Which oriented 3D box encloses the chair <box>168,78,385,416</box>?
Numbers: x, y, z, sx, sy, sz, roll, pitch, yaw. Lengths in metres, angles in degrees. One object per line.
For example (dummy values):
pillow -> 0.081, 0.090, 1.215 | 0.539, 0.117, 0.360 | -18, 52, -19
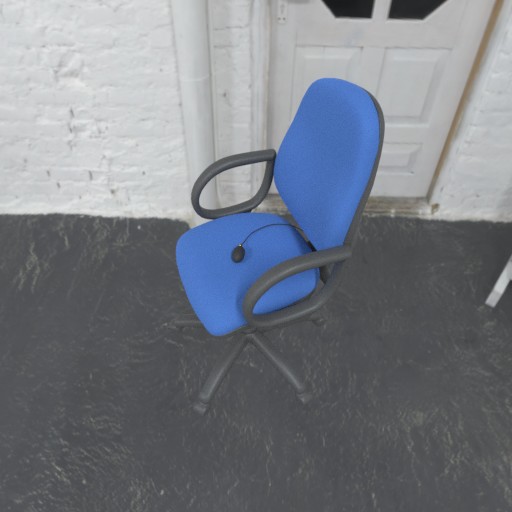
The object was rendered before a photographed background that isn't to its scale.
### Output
chair -> 0.000, 0.000, 1.234 | 0.549, 0.905, 0.552 | -16, 49, -15
